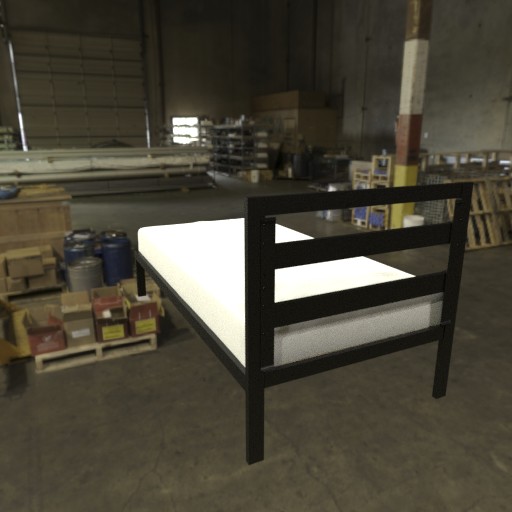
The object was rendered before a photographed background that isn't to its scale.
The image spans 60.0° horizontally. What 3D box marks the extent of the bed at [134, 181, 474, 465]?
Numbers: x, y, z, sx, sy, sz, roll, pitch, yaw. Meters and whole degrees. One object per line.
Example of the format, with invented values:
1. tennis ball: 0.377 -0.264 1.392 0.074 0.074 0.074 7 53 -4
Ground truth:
1. bed: 0.000 0.000 2.503 0.991 0.967 1.930 -8 17 -25
